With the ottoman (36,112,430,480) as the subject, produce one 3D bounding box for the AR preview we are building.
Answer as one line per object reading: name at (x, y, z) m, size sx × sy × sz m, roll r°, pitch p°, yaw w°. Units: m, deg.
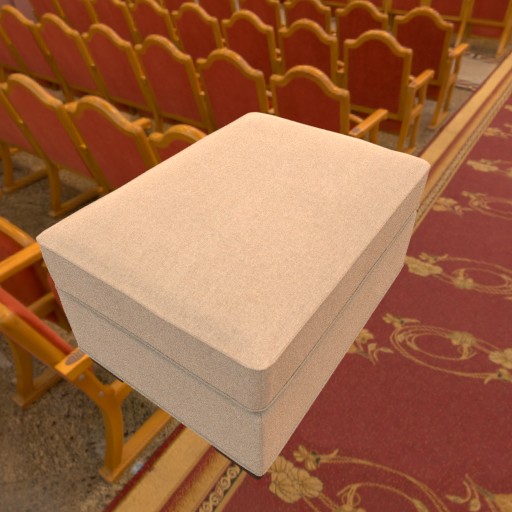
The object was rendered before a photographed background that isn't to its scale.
ottoman at (0.000, 0.000, 1.219) m, size 0.617 × 0.503 × 0.846 m, roll 25°, pitch 47°, yaw 26°
